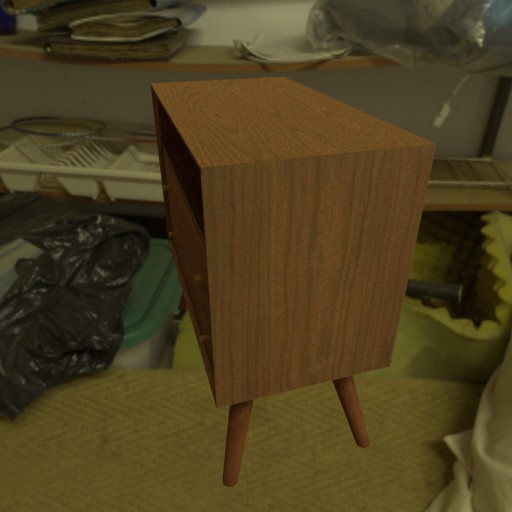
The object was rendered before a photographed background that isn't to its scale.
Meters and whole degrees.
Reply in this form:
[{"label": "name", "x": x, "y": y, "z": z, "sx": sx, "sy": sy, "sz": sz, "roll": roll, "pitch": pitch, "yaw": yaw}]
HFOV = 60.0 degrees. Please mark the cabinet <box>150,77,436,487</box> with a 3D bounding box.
[{"label": "cabinet", "x": 0.000, "y": 0.000, "z": 1.143, "sx": 0.388, "sy": 0.748, "sz": 0.712, "roll": -9, "pitch": 32, "yaw": -15}]
